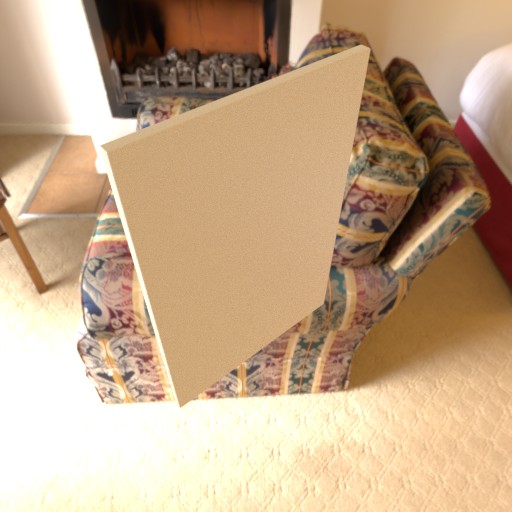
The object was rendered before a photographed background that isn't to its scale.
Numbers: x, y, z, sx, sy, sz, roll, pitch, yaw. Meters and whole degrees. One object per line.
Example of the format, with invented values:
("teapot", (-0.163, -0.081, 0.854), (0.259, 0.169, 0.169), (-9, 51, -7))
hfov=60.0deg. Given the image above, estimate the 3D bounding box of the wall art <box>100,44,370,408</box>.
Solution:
("wall art", (0.000, 0.000, 1.505), (0.808, 1.183, 0.038), (-31, 54, -26))
